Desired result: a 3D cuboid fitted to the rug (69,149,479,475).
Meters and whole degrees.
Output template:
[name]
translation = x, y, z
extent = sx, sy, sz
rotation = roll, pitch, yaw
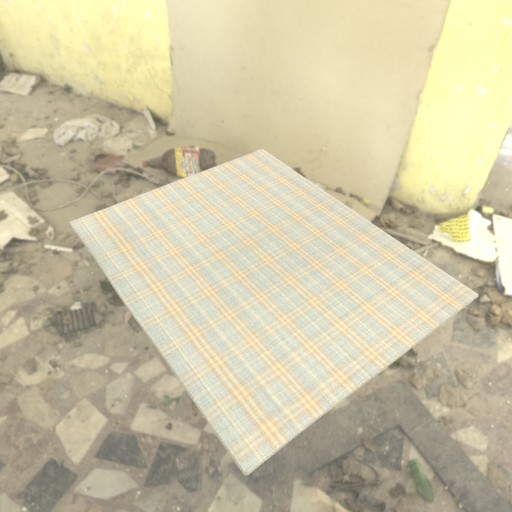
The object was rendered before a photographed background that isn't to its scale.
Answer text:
[rug]
translation = 0.000, 0.000, 4.129
extent = 2.462, 0.030, 3.066
rotation = -27, 50, -26
